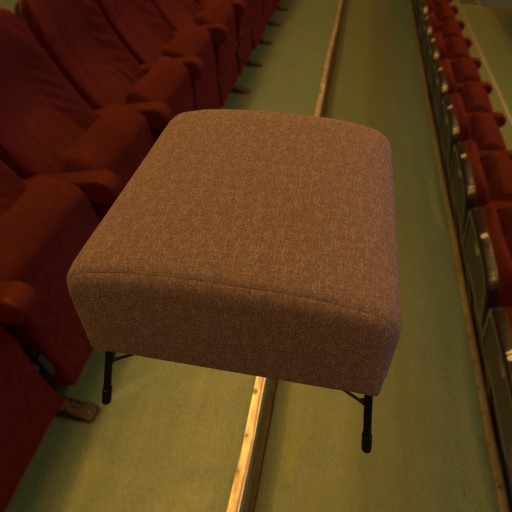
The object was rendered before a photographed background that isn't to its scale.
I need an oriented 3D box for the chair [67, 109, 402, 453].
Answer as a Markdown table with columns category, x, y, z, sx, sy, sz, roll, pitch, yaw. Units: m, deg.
| category | x | y | z | sx | sy | sz | roll | pitch | yaw |
| --- | --- | --- | --- | --- | --- | --- | --- | --- | --- |
| chair | 0.000 | 0.000 | 0.890 | 0.530 | 0.410 | 0.530 | 7 | 45 | 8 |
